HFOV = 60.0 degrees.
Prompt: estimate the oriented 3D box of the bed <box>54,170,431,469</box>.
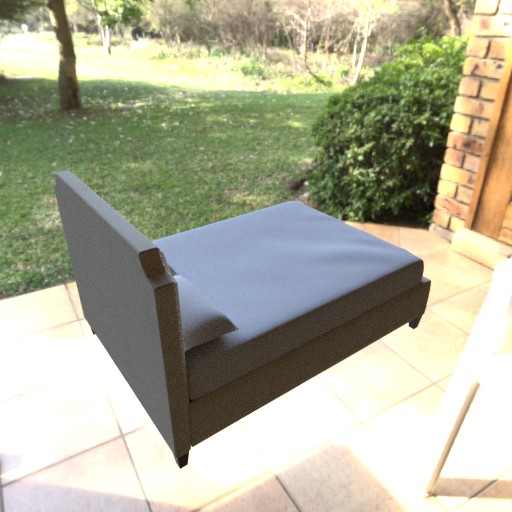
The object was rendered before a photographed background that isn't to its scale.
[{"bbox_3d":[0.000,0.000,3.498,2.381,1.457,1.713,-20,34,-31],"label":"bed"}]
